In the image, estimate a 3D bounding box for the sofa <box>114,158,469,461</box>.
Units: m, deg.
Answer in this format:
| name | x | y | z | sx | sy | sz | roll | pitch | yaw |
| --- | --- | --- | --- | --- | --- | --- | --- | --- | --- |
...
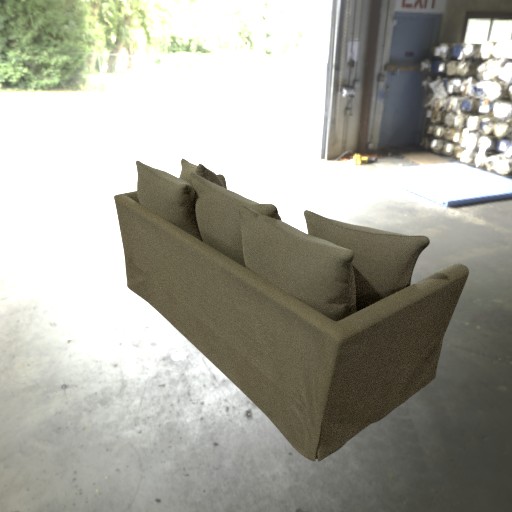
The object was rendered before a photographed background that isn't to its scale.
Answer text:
| name | x | y | z | sx | sy | sz | roll | pitch | yaw |
| --- | --- | --- | --- | --- | --- | --- | --- | --- | --- |
| sofa | 0.000 | 0.000 | 2.877 | 1.031 | 1.034 | 2.290 | -18 | 31 | -34 |
